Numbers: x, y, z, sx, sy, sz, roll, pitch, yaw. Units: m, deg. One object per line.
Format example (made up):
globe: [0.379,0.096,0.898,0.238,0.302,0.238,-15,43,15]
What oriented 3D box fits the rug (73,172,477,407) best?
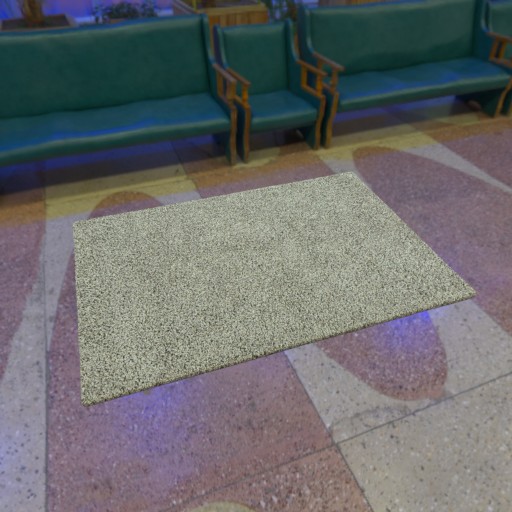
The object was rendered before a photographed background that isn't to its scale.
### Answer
rug: [0.000,0.000,2.294,1.778,0.030,1.219,-12,42,-14]
